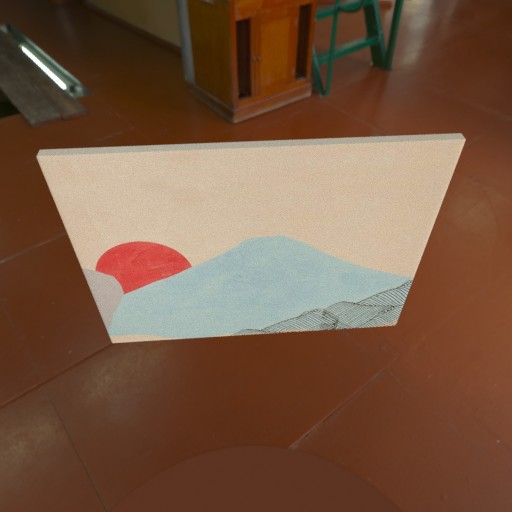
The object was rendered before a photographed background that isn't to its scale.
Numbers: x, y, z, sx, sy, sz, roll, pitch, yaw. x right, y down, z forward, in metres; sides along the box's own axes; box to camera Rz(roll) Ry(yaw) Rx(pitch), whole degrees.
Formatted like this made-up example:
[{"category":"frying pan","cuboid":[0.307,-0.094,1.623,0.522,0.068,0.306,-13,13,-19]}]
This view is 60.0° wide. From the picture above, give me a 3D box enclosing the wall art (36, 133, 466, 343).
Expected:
[{"category":"wall art","cuboid":[0.000,0.000,1.592,1.219,0.912,0.042,-3,45,-3]}]
